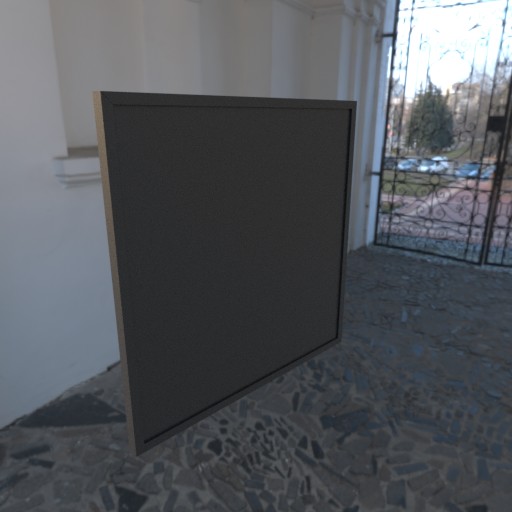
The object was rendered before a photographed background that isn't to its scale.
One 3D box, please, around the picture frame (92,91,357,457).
[{"bbox_3d":[0.000,0.000,1.149,0.775,0.775,0.032,-16,24,-41],"label":"picture frame"}]
